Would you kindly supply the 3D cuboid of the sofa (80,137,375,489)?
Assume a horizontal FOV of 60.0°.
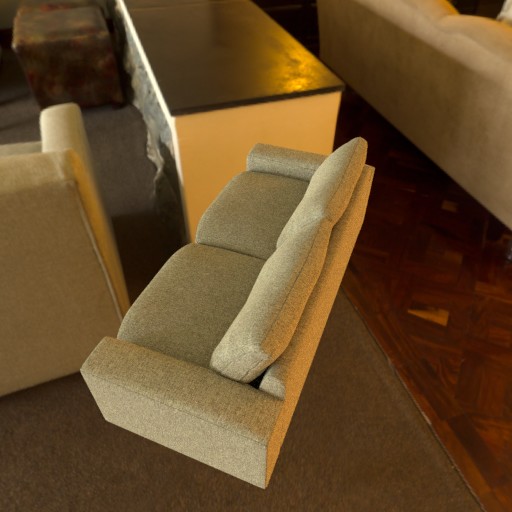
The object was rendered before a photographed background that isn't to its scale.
[{"bbox_3d":[0.000,0.000,2.840,1.040,0.922,2.299,16,47,16],"label":"sofa"}]
